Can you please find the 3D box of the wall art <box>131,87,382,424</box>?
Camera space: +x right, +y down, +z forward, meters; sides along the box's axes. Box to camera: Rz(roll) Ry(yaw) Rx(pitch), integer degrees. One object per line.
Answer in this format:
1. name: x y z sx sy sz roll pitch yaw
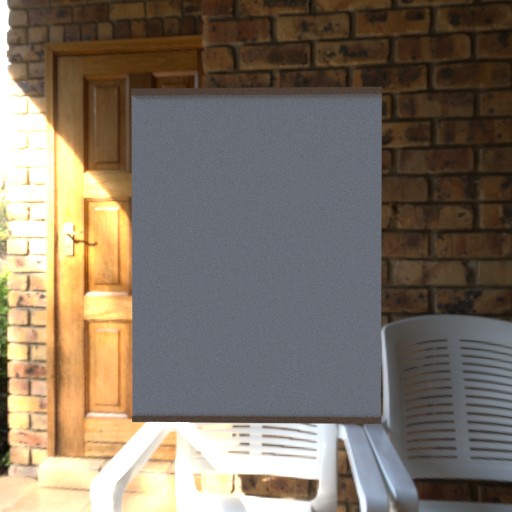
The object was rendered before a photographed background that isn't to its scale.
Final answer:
1. wall art: 0.000 0.000 1.350 0.758 1.016 0.013 0 1 1
